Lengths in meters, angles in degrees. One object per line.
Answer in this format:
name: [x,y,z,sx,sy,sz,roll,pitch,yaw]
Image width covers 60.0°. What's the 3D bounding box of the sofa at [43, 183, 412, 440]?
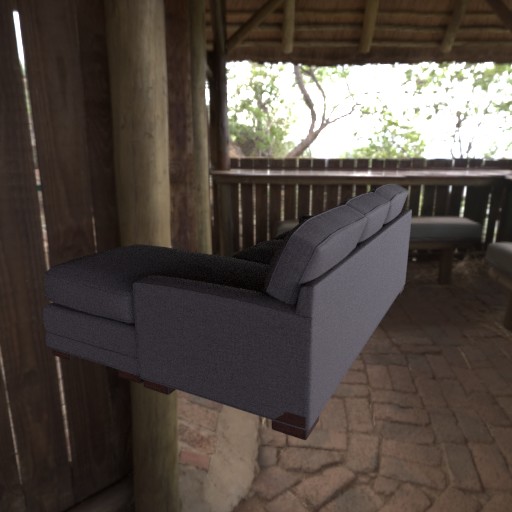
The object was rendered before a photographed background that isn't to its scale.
sofa: [0.000,0.000,3.267,1.790,0.973,2.370,8,17,27]
